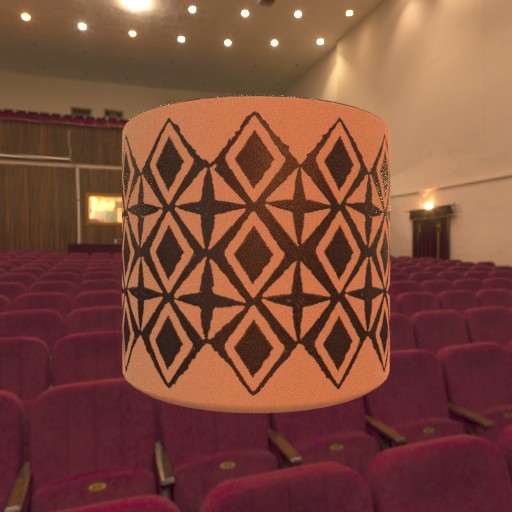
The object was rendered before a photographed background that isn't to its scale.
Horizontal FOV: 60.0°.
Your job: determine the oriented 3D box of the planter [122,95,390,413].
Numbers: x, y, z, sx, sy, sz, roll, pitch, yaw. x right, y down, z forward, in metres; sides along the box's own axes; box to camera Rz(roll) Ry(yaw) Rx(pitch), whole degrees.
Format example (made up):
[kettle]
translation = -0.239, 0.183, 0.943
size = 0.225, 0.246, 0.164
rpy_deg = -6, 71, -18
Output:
[planter]
translation = 0.000, 0.000, 0.274
size = 0.159, 0.144, 0.159
rpy_deg = 0, 0, 0
